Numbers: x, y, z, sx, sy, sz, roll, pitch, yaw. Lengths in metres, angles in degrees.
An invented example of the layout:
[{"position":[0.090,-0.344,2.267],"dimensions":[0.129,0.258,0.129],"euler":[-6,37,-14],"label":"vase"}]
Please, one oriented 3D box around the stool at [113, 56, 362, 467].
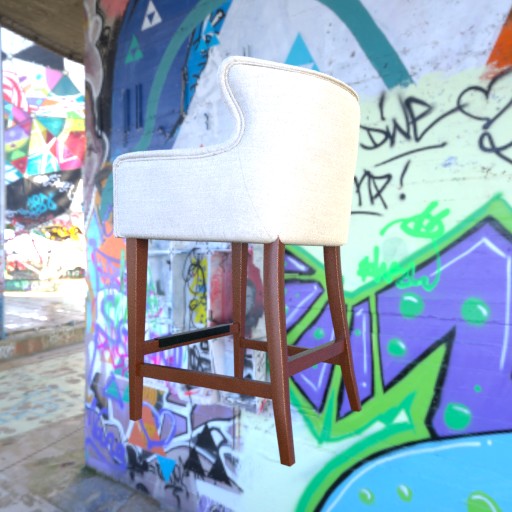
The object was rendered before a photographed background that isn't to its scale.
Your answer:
[{"position":[0.000,0.000,1.385],"dimensions":[0.637,0.987,0.615],"euler":[0,0,36],"label":"stool"}]
